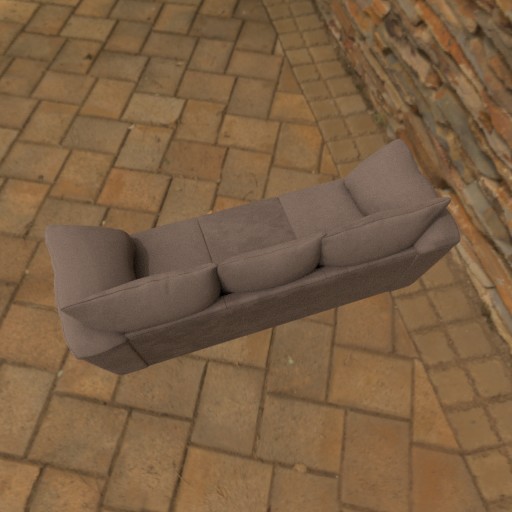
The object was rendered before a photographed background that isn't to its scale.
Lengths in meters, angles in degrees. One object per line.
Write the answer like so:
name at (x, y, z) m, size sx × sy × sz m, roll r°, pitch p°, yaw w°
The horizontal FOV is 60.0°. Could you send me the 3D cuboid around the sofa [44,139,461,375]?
sofa at (0.000, 0.000, 2.844) m, size 2.377 × 0.981 × 0.893 m, roll -16°, pitch 60°, yaw -9°
